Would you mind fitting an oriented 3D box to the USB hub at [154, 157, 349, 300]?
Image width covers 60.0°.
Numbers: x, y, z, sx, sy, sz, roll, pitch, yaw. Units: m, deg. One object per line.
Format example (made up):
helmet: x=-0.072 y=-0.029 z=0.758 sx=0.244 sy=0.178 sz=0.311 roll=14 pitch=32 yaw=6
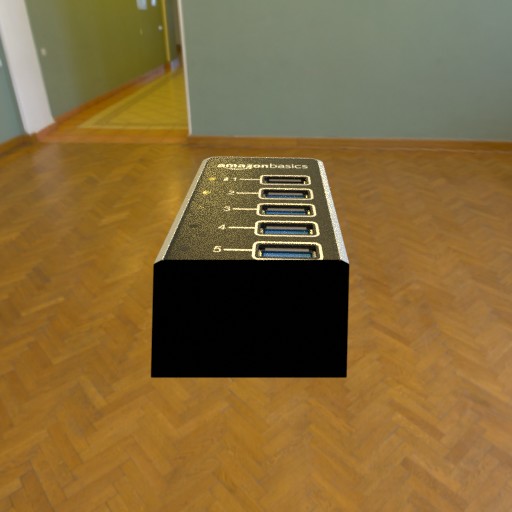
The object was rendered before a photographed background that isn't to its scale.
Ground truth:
USB hub: x=0.000 y=0.000 z=0.124 sx=0.044 sy=0.023 sz=0.110 roll=1 pitch=30 yaw=2
